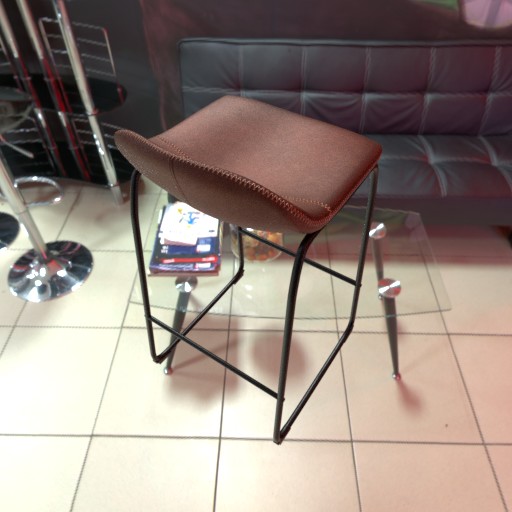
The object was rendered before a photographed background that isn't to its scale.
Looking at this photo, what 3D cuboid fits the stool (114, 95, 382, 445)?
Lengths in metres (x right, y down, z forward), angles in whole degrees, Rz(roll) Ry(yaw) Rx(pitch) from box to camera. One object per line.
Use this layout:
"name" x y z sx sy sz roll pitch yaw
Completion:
"stool" 0.000 0.000 1.109 0.454 0.830 0.473 26 51 23
